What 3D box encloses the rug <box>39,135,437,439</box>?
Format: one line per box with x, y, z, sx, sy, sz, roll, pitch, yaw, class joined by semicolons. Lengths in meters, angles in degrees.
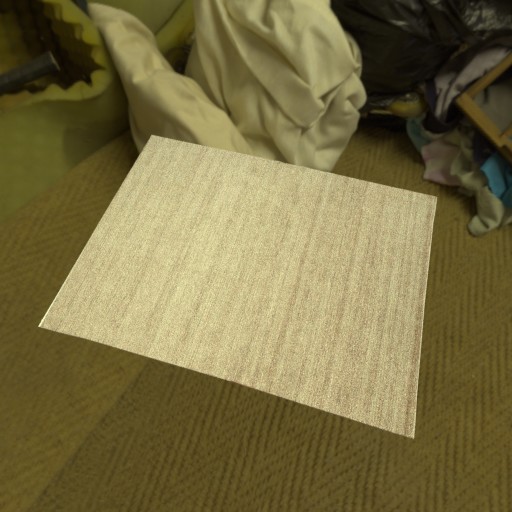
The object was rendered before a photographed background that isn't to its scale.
0.000;0.000;4.183;3.202;0.045;2.434;14;60;9;rug
